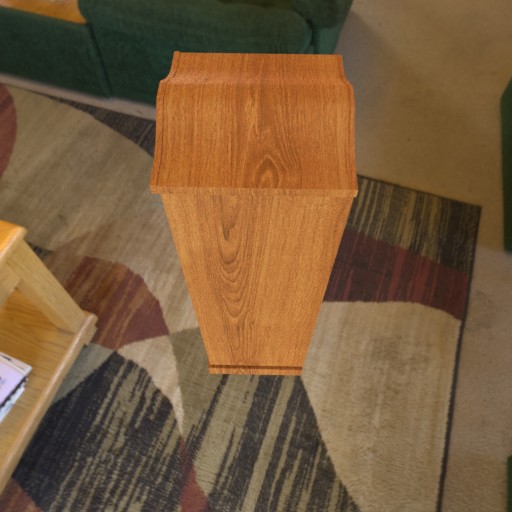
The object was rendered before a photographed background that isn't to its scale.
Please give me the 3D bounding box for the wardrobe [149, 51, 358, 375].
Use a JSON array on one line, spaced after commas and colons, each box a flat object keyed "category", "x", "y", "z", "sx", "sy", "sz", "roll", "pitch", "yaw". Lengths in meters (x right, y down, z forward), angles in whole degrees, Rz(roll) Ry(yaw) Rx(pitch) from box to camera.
[{"category": "wardrobe", "x": 0.000, "y": 0.000, "z": 2.089, "sx": 0.570, "sy": 1.870, "sz": 0.590, "roll": 1, "pitch": 59, "yaw": 1}]
